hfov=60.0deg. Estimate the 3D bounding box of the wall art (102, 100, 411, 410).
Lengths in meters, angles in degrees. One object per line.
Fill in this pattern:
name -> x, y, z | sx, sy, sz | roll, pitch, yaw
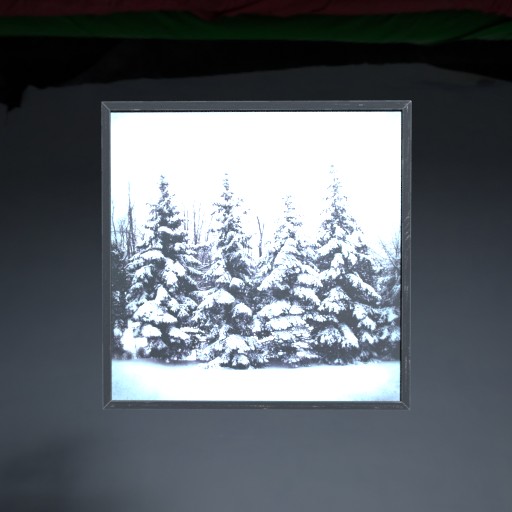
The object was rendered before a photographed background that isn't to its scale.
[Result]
wall art -> 0.000, 0.000, 1.112 | 0.761, 0.761, 0.037 | 0, 1, 1
